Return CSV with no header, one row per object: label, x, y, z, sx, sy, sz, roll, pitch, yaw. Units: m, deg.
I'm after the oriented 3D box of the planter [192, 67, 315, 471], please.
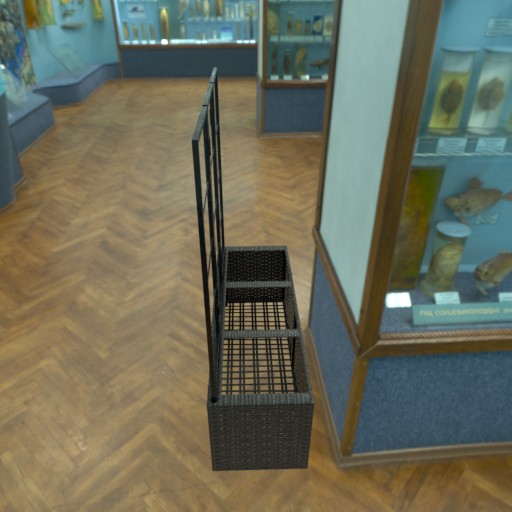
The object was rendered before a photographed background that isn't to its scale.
planter,0.000,0.000,1.191,0.244,0.841,0.699,-1,32,-1
